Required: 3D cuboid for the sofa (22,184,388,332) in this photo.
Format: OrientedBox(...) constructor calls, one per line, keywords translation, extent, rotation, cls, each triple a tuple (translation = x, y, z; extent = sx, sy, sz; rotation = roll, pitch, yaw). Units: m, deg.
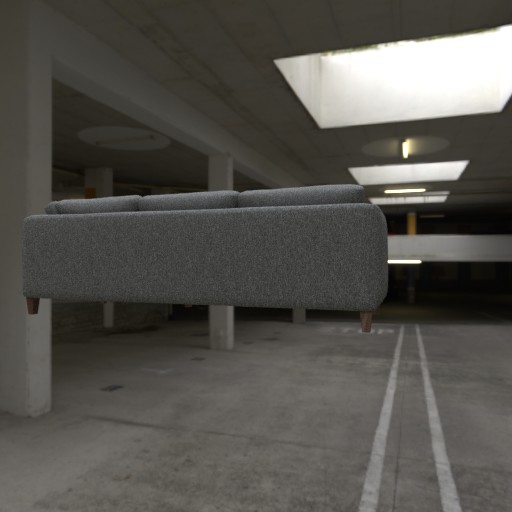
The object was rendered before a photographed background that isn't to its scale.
OrientedBox(translation=(0.000, 0.000, 4.325), extent=(2.551, 0.853, 3.238), rotation=(0, 0, 19), cls="sofa")
